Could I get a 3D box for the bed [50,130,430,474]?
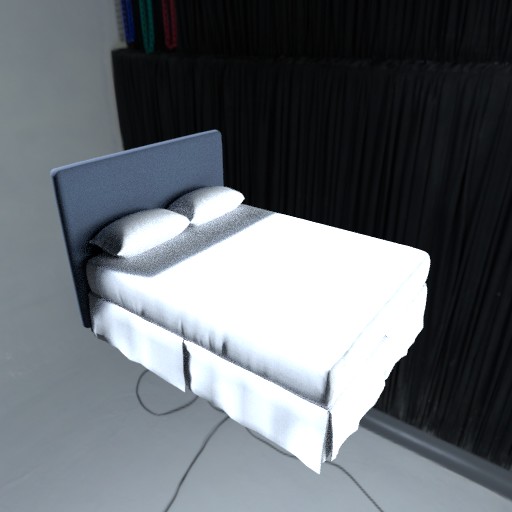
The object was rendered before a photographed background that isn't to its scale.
[{"bbox_3d":[0.000,0.000,3.212,2.162,1.330,1.713,18,32,32],"label":"bed"}]
